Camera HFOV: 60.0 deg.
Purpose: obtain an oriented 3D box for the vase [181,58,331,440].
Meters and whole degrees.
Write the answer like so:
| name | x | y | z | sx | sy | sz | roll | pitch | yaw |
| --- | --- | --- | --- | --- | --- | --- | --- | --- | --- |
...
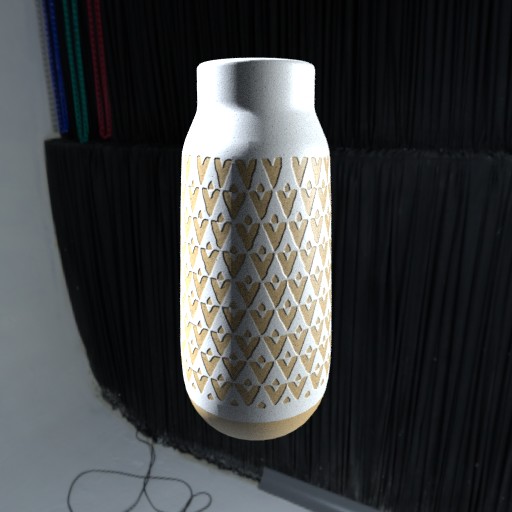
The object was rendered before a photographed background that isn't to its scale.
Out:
| name | x | y | z | sx | sy | sz | roll | pitch | yaw |
| --- | --- | --- | --- | --- | --- | --- | --- | --- | --- |
| vase | 0.000 | 0.000 | 0.387 | 0.137 | 0.307 | 0.137 | 0 | 17 | 0 |
